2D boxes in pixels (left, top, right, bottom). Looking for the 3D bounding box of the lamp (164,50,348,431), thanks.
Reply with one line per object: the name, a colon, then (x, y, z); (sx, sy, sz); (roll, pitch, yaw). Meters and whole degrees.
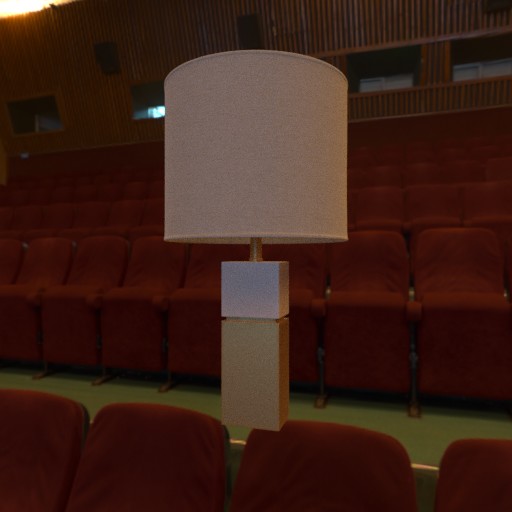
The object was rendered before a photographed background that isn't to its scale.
lamp: (0.000, 0.000, 0.563); (0.229, 0.417, 0.229); (0, 0, 17)
